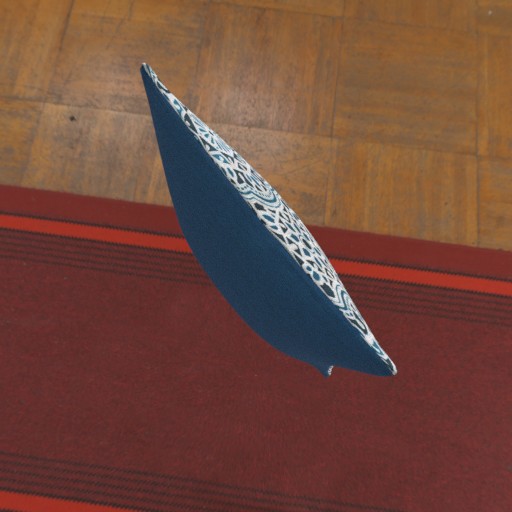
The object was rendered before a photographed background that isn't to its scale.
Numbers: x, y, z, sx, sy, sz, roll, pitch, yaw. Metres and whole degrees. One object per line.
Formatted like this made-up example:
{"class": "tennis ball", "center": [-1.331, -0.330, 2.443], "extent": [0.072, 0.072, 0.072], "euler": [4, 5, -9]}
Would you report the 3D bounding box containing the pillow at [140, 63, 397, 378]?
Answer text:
{"class": "pillow", "center": [0.000, 0.000, 0.662], "extent": [0.145, 0.420, 0.440], "euler": [-37, 78, -9]}
